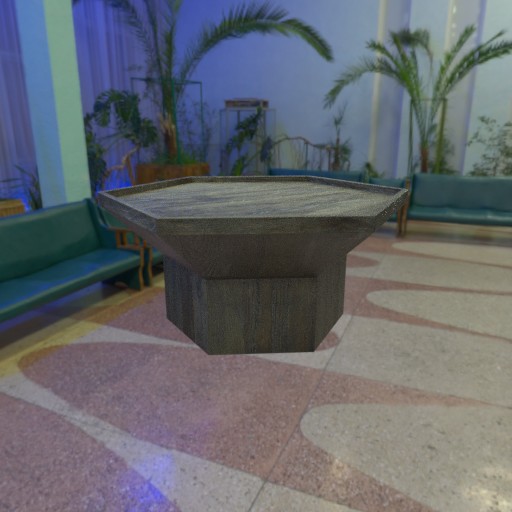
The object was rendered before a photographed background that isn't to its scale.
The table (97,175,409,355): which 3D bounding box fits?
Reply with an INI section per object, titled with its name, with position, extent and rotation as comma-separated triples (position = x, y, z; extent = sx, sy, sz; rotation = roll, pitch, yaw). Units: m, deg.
[table]
position = 0.000, 0.000, 1.652
extent = 0.966, 0.488, 1.115
rotation = 8, 18, 25
